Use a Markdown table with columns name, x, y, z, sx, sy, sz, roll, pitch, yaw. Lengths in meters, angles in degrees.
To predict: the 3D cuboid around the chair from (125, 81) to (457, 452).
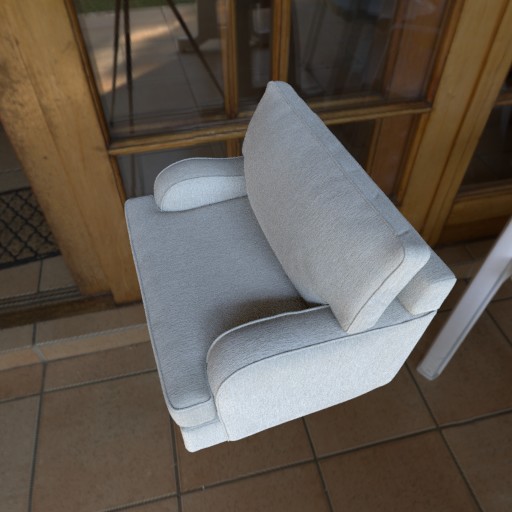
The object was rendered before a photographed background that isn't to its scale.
| name | x | y | z | sx | sy | sz | roll | pitch | yaw |
| --- | --- | --- | --- | --- | --- | --- | --- | --- | --- |
| chair | 0.000 | 0.000 | 1.973 | 1.041 | 1.016 | 1.220 | -14 | 48 | -13 |
